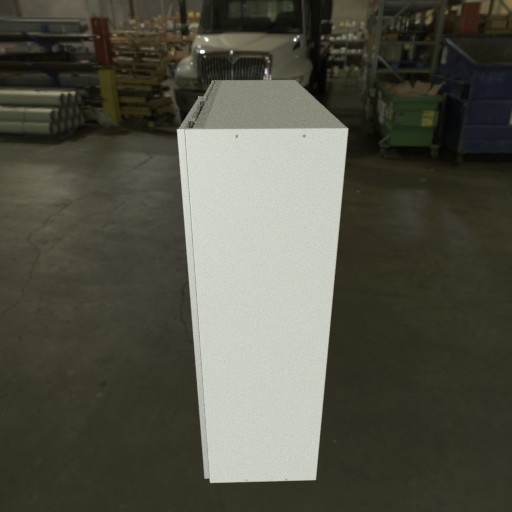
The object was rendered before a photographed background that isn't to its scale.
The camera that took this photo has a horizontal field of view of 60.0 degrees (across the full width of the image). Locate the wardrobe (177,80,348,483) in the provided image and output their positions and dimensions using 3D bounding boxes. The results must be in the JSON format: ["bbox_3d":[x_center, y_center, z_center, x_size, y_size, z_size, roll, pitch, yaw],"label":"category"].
[{"bbox_3d":[0.000,0.000,2.857,0.629,1.960,1.780,-1,27,-2],"label":"wardrobe"}]
